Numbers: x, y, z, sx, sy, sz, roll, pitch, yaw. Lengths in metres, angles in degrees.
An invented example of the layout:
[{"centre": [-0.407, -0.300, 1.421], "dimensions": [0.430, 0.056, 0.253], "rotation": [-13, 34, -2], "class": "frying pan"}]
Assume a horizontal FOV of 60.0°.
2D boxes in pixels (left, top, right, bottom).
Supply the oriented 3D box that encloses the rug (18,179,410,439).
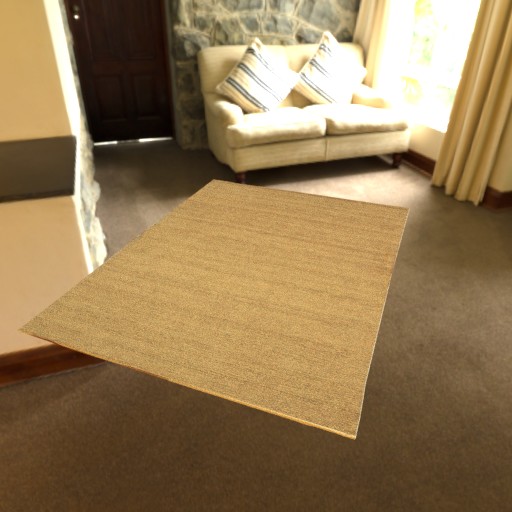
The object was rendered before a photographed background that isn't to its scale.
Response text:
[{"centre": [0.000, 0.000, 4.068], "dimensions": [2.434, 0.045, 3.202], "rotation": [12, 33, 19], "class": "rug"}]
